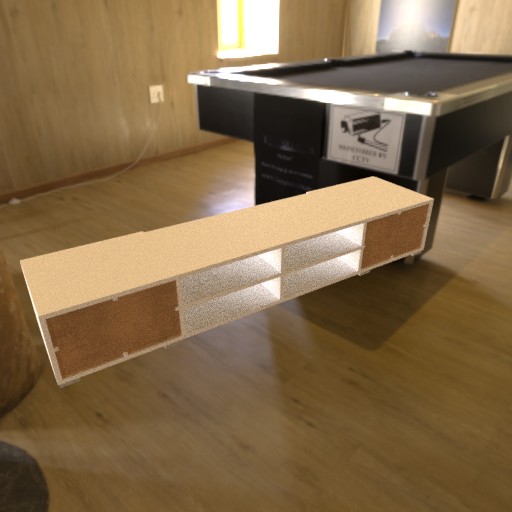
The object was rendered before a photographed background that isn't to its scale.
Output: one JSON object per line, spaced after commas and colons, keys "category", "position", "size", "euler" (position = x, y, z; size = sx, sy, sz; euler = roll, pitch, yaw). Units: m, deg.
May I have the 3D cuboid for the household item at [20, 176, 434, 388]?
{"category": "household item", "position": [0.000, 0.000, 2.027], "size": [1.850, 0.310, 0.420], "euler": [-17, 33, -28]}
